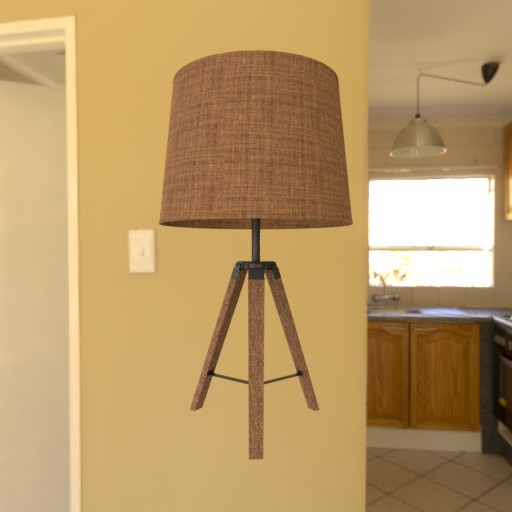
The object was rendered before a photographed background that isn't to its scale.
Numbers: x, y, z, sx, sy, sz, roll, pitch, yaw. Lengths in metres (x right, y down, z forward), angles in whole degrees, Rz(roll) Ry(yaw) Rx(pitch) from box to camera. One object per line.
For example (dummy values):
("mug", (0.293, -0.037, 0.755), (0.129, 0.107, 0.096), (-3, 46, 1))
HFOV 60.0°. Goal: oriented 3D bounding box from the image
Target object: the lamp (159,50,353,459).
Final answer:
("lamp", (0.000, 0.000, 0.677), (0.290, 0.514, 0.290), (0, 1, 0))
